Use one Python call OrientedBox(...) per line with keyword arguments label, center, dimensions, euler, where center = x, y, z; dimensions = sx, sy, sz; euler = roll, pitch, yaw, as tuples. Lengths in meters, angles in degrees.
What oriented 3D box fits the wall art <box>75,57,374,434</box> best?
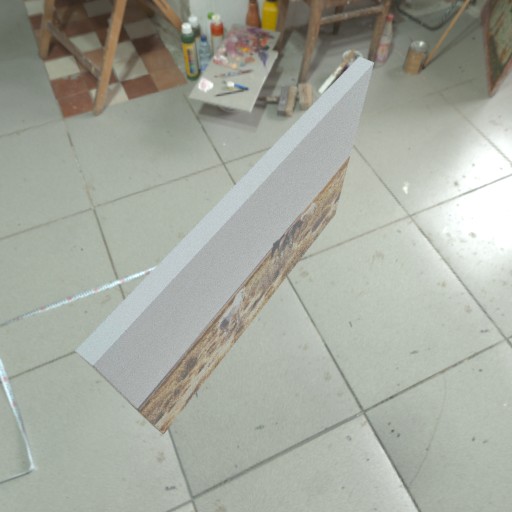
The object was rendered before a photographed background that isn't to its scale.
OrientedBox(label="wall art", center=(0.000, 0.000, 1.421), dimensions=(0.051, 0.761, 1.138), euler=(32, 64, 18))
